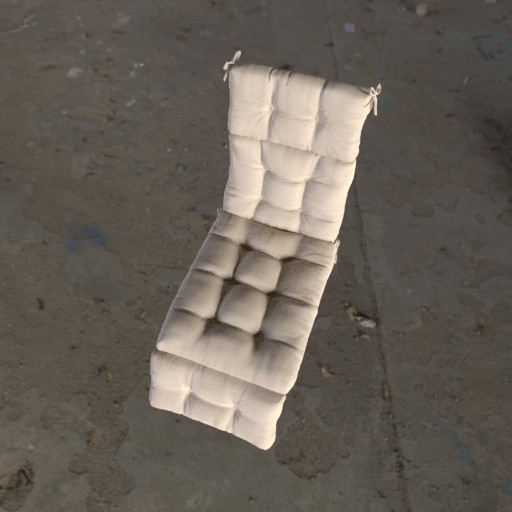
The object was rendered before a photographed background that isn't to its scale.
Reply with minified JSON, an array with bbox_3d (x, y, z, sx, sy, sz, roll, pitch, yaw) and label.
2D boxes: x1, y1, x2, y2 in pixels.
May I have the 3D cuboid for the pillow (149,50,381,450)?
[{"bbox_3d":[0.000,0.000,1.524,0.526,0.863,1.016,17,58,11],"label":"pillow"}]
